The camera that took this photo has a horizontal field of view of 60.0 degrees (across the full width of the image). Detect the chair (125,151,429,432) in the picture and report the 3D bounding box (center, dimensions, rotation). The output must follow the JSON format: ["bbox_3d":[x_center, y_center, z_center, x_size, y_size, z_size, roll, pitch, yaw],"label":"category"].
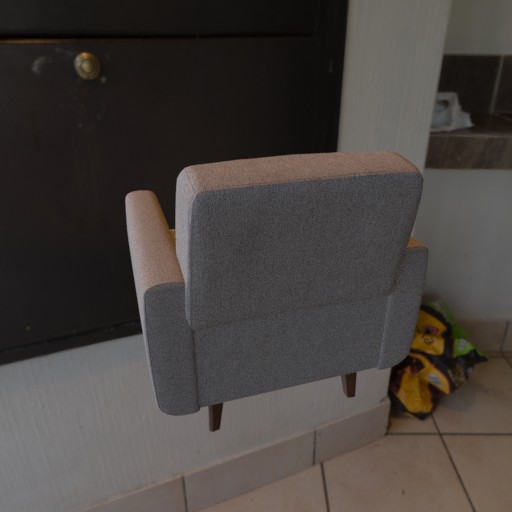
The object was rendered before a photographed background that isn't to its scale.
[{"bbox_3d":[0.000,0.000,1.548,0.831,0.839,0.907,-8,27,-16],"label":"chair"}]
